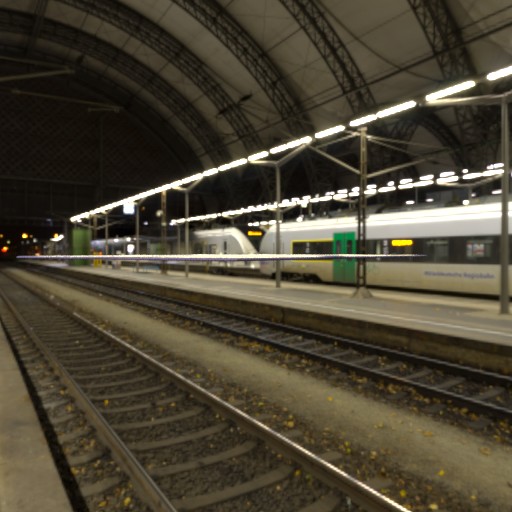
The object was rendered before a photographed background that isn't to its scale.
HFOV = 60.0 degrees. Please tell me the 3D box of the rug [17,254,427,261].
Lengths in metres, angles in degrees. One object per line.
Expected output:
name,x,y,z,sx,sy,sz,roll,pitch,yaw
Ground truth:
rug,0.000,0.000,2.217,1.184,0.012,1.781,0,1,36
